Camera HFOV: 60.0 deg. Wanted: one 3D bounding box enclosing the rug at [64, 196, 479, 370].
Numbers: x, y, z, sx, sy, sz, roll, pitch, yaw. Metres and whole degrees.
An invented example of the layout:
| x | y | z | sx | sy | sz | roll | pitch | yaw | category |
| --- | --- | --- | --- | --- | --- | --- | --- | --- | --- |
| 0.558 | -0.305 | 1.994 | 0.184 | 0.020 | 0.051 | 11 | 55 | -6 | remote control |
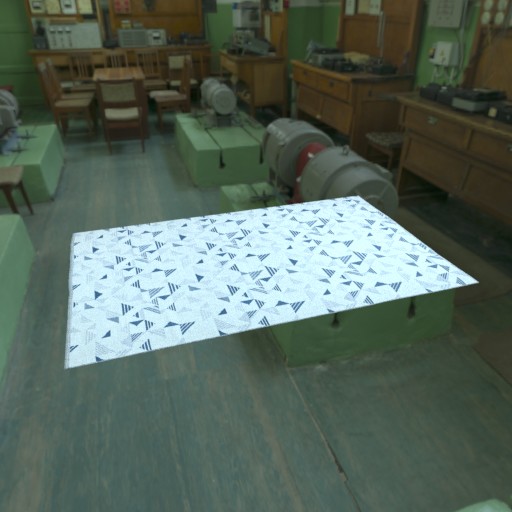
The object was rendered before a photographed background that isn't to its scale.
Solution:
| x | y | z | sx | sy | sz | roll | pitch | yaw | category |
| --- | --- | --- | --- | --- | --- | --- | --- | --- | --- |
| 0.000 | 0.000 | 3.072 | 2.457 | 0.009 | 1.512 | -9 | 31 | -16 | rug |
